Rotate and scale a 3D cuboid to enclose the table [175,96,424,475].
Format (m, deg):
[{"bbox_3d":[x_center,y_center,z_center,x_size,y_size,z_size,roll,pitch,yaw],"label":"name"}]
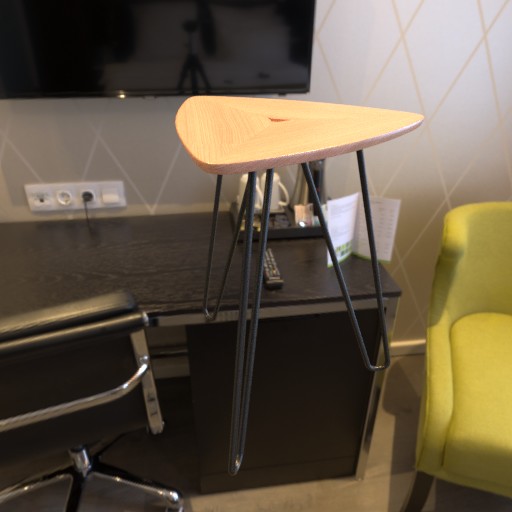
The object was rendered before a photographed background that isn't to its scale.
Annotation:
[{"bbox_3d":[0.000,0.000,0.899,0.442,0.564,0.455,-21,36,-32],"label":"table"}]
